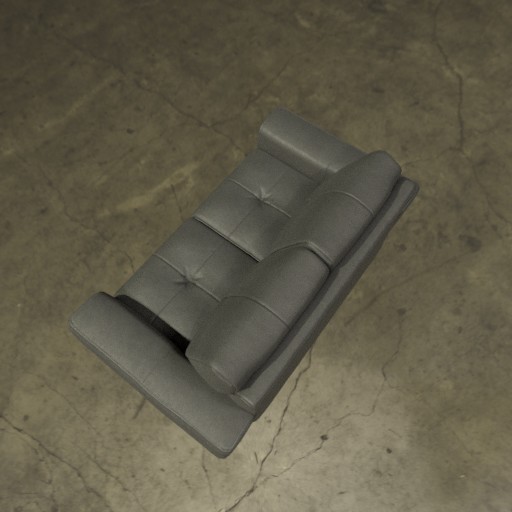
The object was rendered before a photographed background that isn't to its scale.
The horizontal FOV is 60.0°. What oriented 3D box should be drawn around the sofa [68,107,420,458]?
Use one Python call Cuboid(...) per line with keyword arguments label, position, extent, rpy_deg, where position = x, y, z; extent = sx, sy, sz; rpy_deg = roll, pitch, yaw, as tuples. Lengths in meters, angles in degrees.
Cuboid(label="sofa", position=(0.000, 0.000, 2.394), extent=(1.018, 0.907, 1.806), rpy_deg=(34, 69, 15))
